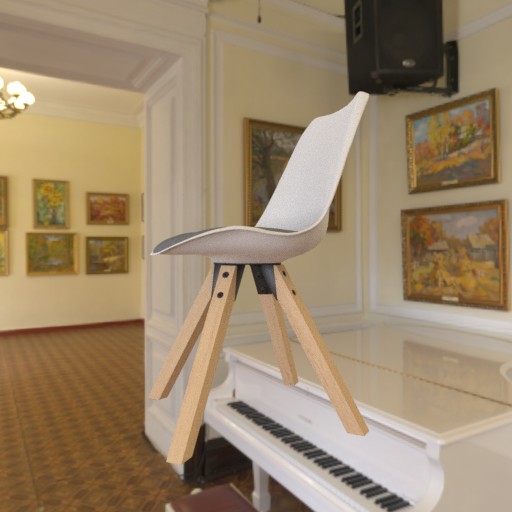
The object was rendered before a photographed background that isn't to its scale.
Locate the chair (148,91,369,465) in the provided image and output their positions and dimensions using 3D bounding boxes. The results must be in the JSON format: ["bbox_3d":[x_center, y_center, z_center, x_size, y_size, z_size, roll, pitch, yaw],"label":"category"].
[{"bbox_3d":[0.000,0.000,1.187,0.550,0.850,0.485,0,1,-19],"label":"chair"}]
